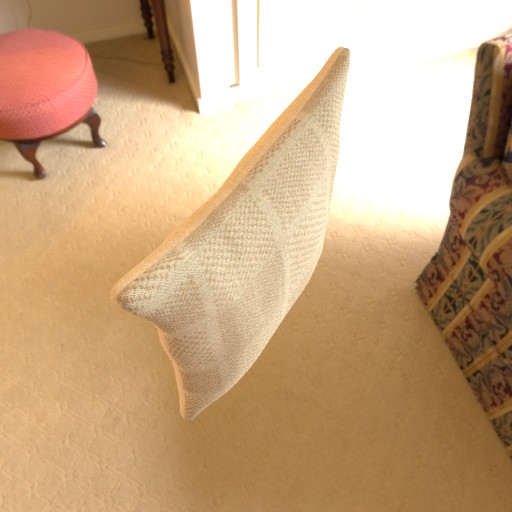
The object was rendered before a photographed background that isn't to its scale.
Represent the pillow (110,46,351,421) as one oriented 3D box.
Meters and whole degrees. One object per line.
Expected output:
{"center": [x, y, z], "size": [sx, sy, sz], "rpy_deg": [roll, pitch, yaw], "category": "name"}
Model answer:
{"center": [0.000, 0.000, 0.652], "size": [0.138, 0.432, 0.436], "rpy_deg": [29, 62, 17], "category": "pillow"}
